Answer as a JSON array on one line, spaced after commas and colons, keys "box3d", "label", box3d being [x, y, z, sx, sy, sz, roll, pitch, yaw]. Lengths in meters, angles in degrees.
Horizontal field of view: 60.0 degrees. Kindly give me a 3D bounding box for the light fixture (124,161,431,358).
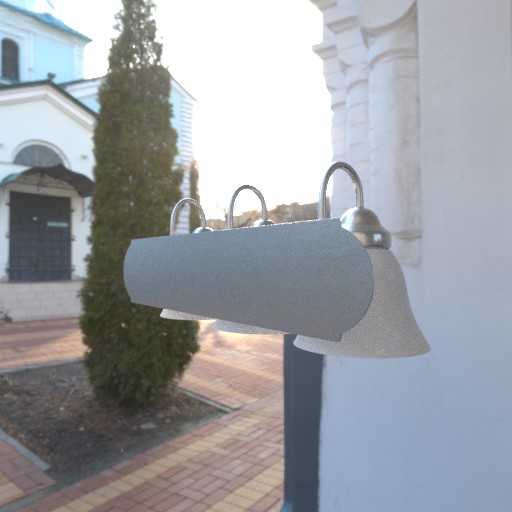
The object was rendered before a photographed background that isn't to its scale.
[{"box3d": [0.000, 0.000, 0.694, 0.199, 0.222, 0.610, 1, -1, -37], "label": "light fixture"}]
